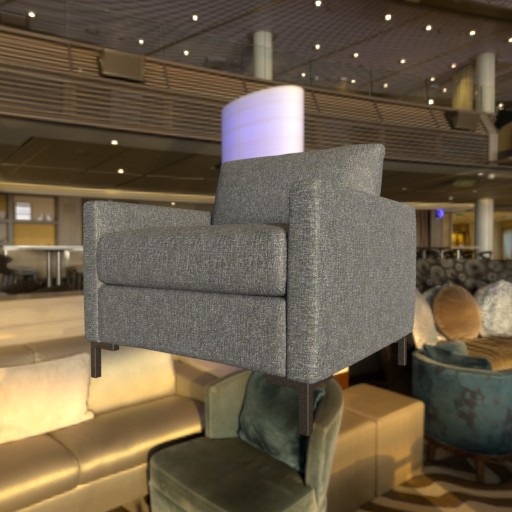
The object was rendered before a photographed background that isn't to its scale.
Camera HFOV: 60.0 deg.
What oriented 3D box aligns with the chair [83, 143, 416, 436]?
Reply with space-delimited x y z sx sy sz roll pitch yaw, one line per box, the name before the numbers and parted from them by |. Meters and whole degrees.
chair | 0.000 0.000 1.649 0.963 0.861 0.866 1 1 35
